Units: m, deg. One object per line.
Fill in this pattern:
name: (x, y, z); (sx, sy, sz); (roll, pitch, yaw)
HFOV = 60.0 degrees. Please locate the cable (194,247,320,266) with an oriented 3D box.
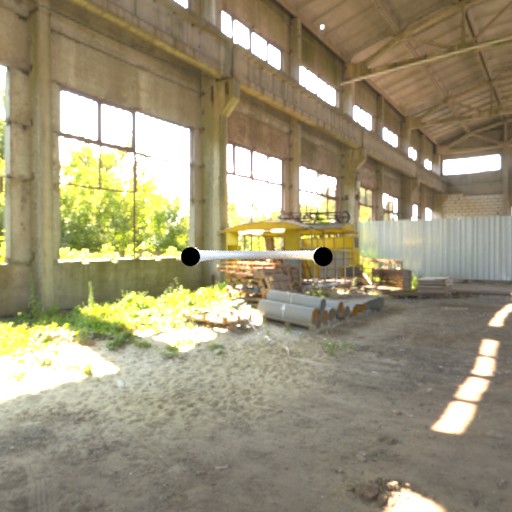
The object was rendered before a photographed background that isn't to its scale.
cable: (0.000, 0.000, 0.115); (0.040, 0.006, 0.098); (0, 1, 0)
